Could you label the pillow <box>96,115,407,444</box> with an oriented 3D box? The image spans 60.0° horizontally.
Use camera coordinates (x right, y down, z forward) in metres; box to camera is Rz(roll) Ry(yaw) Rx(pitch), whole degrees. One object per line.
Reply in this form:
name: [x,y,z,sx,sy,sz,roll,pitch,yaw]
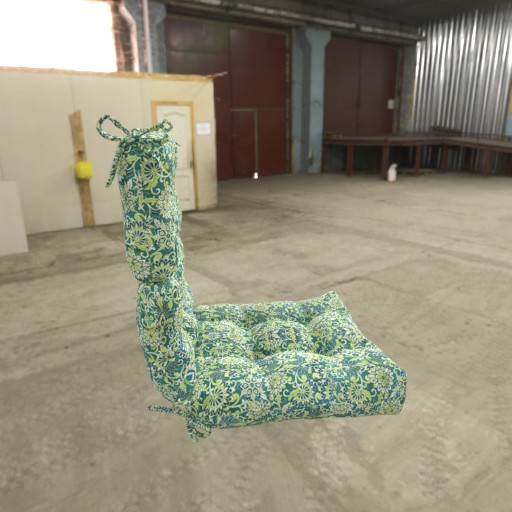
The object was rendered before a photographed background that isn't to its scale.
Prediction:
pillow: [0.000,0.000,1.015,0.571,0.605,0.519,-2,16,-8]
